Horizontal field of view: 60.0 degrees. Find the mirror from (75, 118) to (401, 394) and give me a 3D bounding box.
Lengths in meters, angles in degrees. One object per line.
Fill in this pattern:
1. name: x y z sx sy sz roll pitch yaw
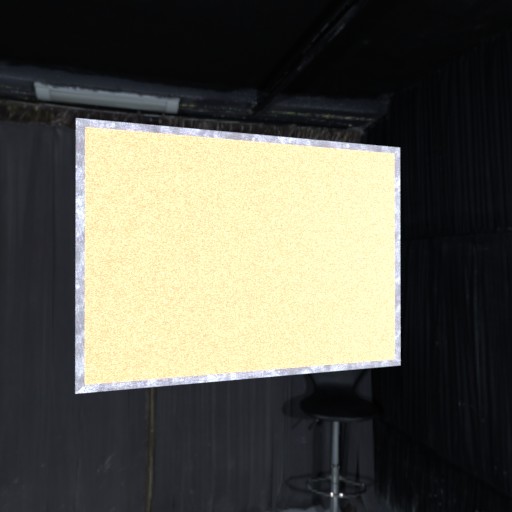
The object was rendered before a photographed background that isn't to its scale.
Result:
1. mirror: 0.000 0.000 1.458 1.101 0.795 0.022 0 0 -18
